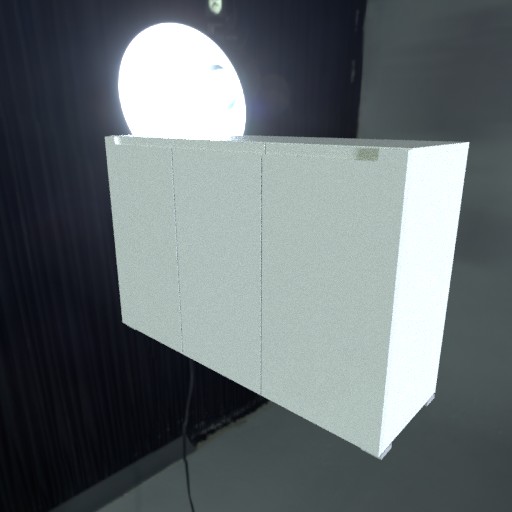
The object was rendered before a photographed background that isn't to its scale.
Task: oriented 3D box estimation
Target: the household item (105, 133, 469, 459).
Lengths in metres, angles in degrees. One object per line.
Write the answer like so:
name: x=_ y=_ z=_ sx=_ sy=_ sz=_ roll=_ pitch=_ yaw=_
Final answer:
household item: x=0.000 y=0.000 z=1.689 sx=1.300 sy=0.867 sz=0.420 roll=15 pitch=22 yaw=40
